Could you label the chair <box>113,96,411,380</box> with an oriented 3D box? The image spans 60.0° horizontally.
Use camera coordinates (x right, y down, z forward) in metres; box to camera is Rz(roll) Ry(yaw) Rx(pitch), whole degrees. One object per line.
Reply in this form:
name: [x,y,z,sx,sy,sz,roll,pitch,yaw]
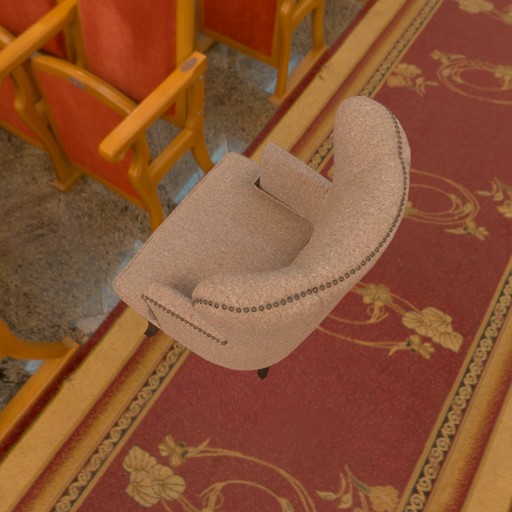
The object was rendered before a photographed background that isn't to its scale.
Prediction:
chair: [0.000,0.000,1.567,0.758,1.060,0.759,31,67,15]
